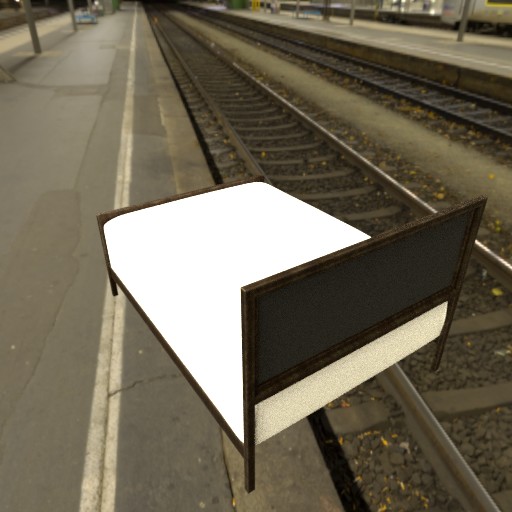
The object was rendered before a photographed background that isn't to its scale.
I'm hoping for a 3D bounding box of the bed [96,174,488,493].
[{"bbox_3d":[0.000,0.000,3.196,1.607,1.313,2.221,-19,36,-29],"label":"bed"}]
